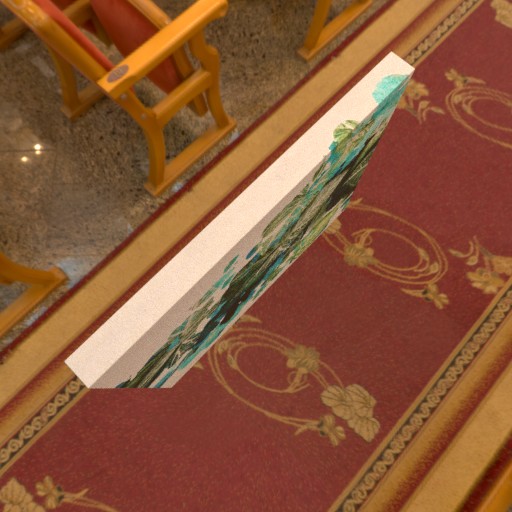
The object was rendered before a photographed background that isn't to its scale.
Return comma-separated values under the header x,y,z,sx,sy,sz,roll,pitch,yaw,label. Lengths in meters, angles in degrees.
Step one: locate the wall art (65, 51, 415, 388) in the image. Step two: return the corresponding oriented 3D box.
x,y,z,sx,sy,sz,roll,pitch,yaw,label
0.000,0.000,0.689,0.041,0.435,0.507,43,78,11,wall art
